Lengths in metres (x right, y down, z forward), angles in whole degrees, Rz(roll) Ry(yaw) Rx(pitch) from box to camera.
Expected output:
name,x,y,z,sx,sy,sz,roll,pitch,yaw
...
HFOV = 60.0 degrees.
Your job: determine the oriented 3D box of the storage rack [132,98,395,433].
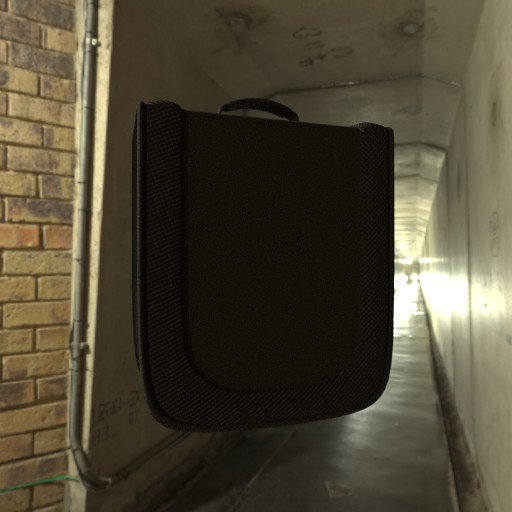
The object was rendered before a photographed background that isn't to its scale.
name,x,y,z,sx,sy,sz,roll,pitch,yaw
storage rack,0.000,0.000,0.559,0.297,0.387,0.168,0,-1,-18
